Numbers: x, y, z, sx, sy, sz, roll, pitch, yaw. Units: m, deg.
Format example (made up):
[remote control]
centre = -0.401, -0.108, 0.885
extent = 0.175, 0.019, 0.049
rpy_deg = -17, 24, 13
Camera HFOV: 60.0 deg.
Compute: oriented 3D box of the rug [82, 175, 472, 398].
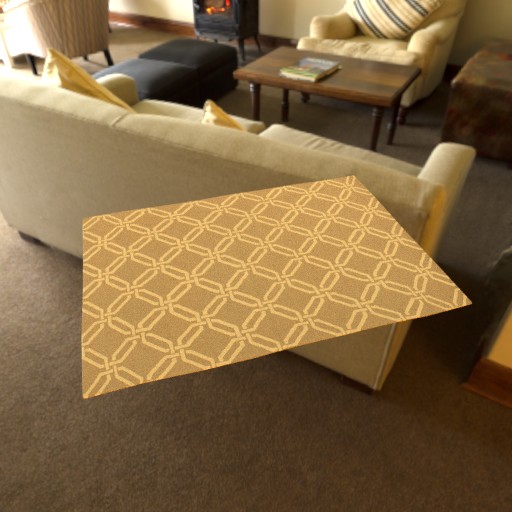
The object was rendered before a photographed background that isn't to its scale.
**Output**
[rug]
centre = 0.000, 0.000, 2.835
extent = 2.135, 0.013, 1.524
rpy_deg = -11, 41, -13
